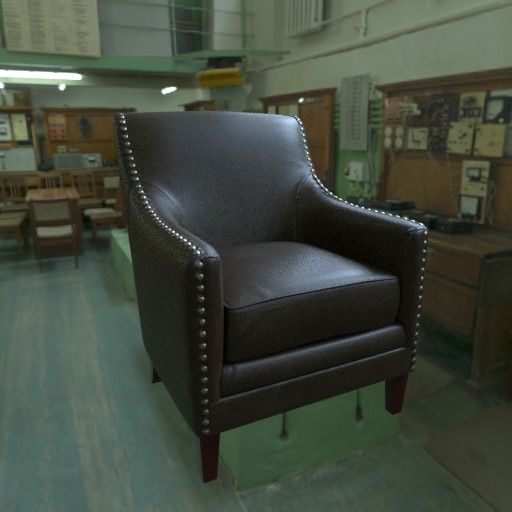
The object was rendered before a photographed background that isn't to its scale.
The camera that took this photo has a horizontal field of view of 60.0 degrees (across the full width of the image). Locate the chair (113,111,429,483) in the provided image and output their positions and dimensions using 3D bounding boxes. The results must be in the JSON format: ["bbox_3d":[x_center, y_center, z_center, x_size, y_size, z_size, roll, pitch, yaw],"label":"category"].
[{"bbox_3d":[0.000,0.000,1.273,0.639,0.813,0.704,-8,18,-26],"label":"chair"}]
